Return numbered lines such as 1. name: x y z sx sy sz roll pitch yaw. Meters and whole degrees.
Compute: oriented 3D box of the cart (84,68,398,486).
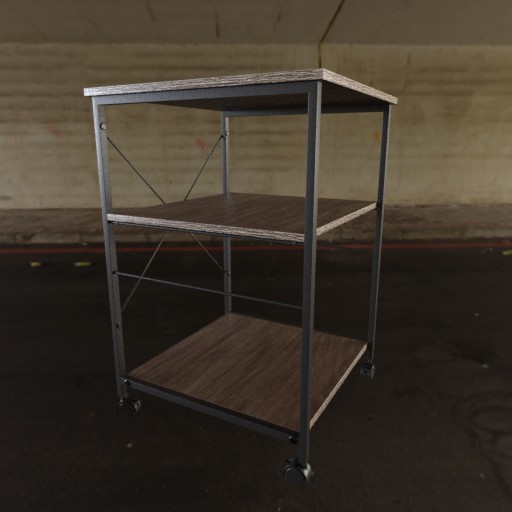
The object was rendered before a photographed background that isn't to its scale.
1. cart: 0.000 0.000 1.102 0.520 0.762 0.521 8 16 28
